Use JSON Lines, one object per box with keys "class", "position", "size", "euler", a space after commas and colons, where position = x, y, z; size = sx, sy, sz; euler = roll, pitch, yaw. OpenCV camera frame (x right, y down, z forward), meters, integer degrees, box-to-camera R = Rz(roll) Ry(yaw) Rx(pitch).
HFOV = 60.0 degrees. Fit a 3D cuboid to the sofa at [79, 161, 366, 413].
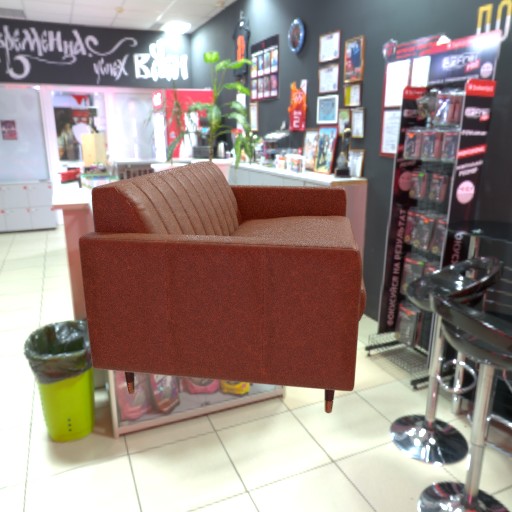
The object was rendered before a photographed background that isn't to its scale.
{"class": "sofa", "position": [0.000, 0.000, 2.170], "size": [0.960, 0.820, 1.549], "euler": [3, 16, 9]}
